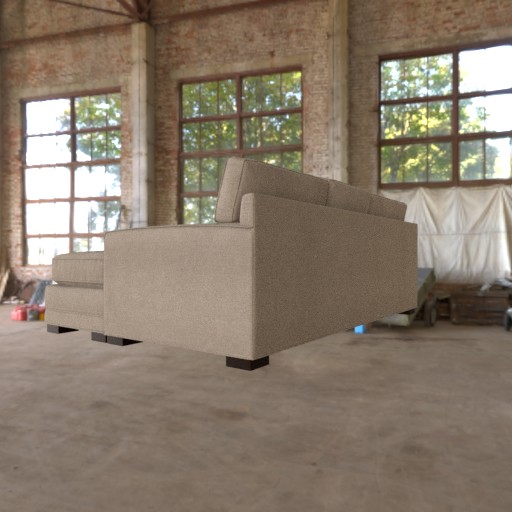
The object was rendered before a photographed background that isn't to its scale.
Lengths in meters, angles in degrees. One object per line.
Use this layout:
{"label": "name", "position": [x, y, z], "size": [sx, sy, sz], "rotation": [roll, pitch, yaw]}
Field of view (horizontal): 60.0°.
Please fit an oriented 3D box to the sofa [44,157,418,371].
{"label": "sofa", "position": [0.000, 0.000, 2.926], "size": [1.496, 0.861, 2.087], "rotation": [0, 0, 36]}
